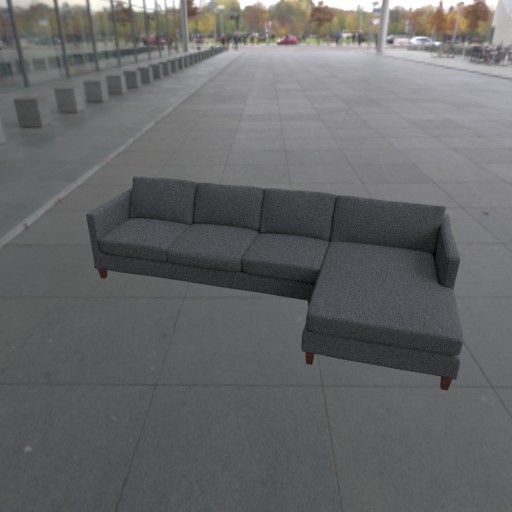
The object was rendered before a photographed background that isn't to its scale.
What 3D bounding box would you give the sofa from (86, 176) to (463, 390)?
[{"bbox_3d":[0.000,0.000,3.830,3.186,0.846,1.625,7,27,15],"label":"sofa"}]
